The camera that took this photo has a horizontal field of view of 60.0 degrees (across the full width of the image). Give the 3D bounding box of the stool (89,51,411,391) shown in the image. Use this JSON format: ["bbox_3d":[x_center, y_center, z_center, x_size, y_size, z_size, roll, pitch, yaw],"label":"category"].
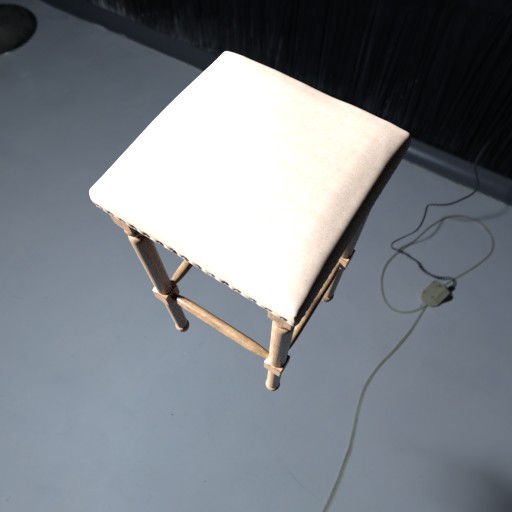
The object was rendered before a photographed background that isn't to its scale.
[{"bbox_3d":[0.000,0.000,1.007,0.382,0.768,0.383,30,67,14],"label":"stool"}]
